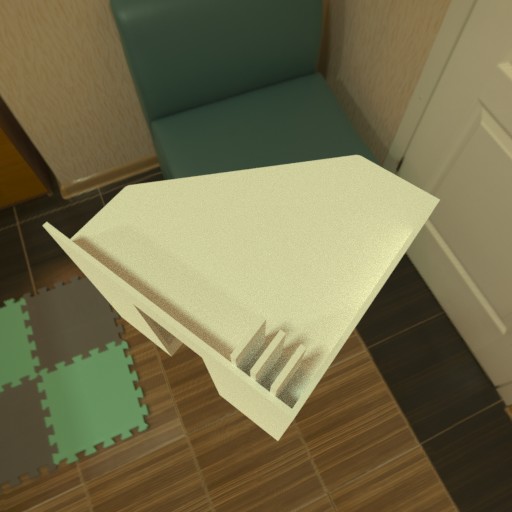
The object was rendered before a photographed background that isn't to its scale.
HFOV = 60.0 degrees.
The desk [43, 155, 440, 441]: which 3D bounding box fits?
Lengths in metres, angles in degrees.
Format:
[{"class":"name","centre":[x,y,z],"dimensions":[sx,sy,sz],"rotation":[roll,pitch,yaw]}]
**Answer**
[{"class":"desk","centre":[0.000,0.000,1.776],"dimensions":[0.940,0.986,0.940],"rotation":[34,69,15]}]
